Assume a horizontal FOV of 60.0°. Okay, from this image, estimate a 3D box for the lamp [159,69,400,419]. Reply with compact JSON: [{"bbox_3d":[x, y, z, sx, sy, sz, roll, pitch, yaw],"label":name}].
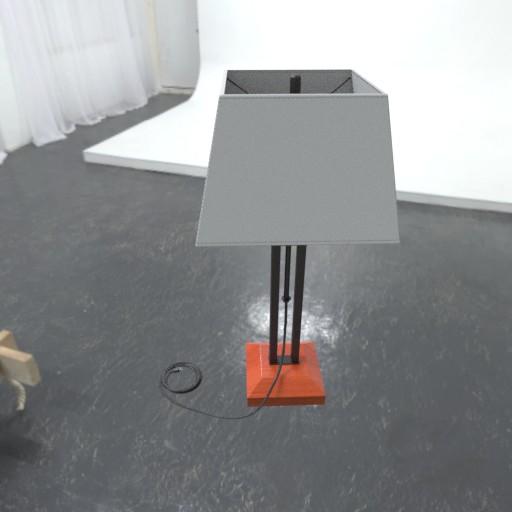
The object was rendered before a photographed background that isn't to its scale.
[{"bbox_3d":[0.000,0.000,0.962,0.498,0.737,0.310,-1,31,-1],"label":"lamp"}]
